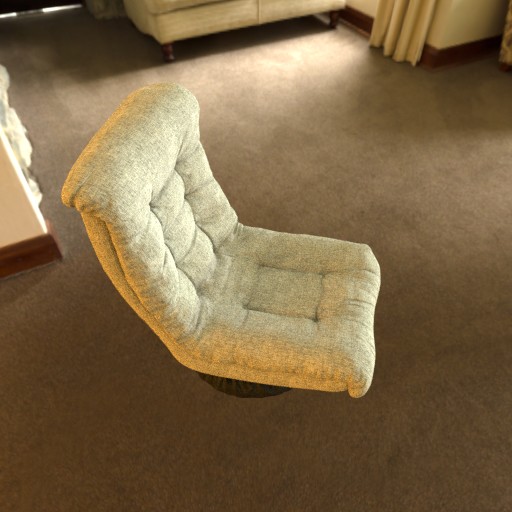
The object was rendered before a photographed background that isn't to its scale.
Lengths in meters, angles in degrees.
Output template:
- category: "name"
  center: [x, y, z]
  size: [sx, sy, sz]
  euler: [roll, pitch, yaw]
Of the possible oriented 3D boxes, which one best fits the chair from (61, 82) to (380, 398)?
- category: "chair"
  center: [0.000, 0.000, 0.966]
  size: [0.583, 0.600, 0.400]
  euler: [9, 47, 9]
